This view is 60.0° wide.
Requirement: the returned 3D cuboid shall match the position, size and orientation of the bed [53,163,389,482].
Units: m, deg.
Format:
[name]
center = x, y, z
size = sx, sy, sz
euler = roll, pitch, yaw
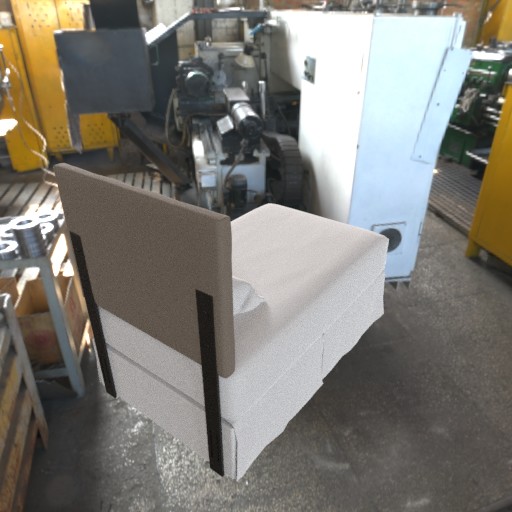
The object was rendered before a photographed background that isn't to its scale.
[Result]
[bed]
center = 0.000, 0.000, 3.024
size = 1.261, 1.571, 1.997
euler = 20, 35, 32
